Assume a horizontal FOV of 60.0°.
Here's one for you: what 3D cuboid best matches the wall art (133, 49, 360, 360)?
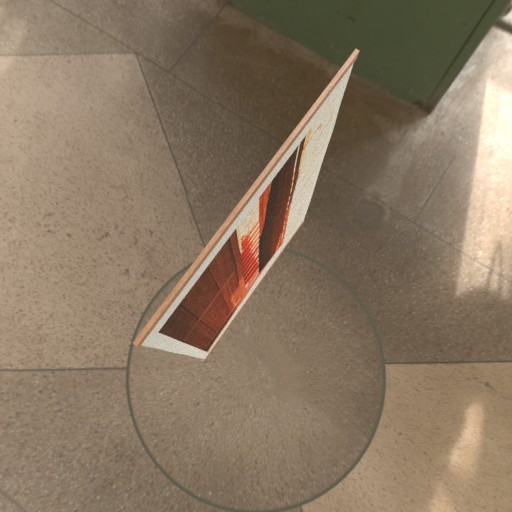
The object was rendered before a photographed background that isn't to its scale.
[{"bbox_3d":[0.000,0.000,1.907,0.019,1.527,1.019,34,78,8],"label":"wall art"}]
